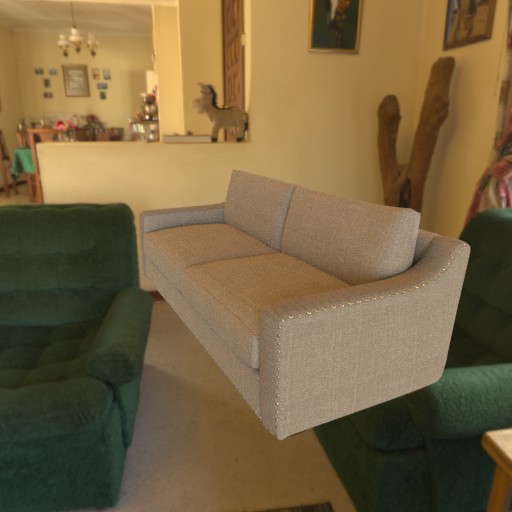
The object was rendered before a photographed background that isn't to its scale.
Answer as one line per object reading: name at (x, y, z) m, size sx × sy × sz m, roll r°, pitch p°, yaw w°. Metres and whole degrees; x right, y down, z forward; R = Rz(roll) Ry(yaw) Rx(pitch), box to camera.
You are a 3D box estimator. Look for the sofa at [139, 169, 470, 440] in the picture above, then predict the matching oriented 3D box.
sofa at (0.000, 0.000, 2.737) m, size 1.000 × 0.857 × 2.208 m, roll -8°, pitch 19°, yaw -26°
